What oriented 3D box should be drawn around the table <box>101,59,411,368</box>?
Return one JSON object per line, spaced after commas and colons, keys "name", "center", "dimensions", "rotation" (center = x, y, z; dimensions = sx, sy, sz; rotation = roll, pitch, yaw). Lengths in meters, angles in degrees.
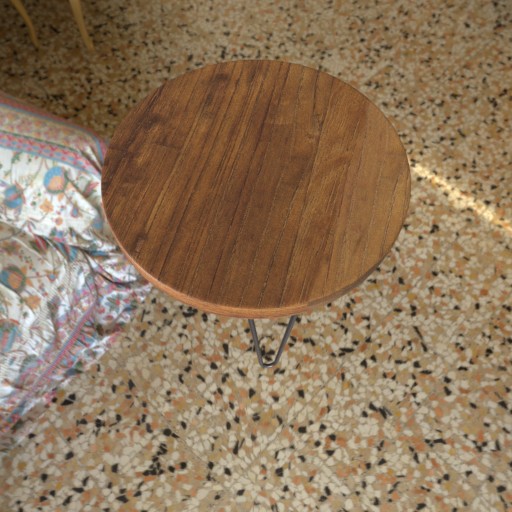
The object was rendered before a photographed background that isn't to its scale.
{"name": "table", "center": [0.000, 0.000, 0.805], "dimensions": [0.400, 0.520, 0.400], "rotation": [0, 63, 0]}
